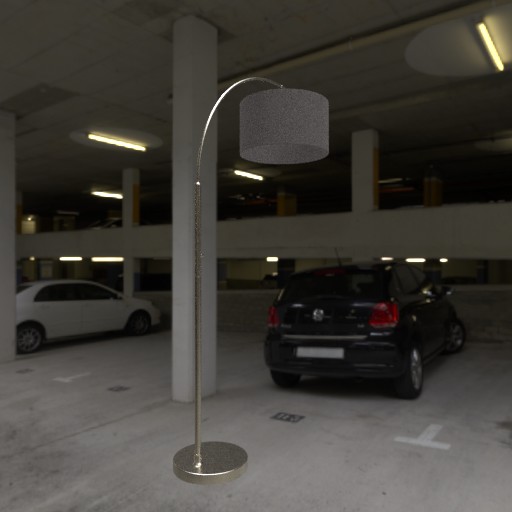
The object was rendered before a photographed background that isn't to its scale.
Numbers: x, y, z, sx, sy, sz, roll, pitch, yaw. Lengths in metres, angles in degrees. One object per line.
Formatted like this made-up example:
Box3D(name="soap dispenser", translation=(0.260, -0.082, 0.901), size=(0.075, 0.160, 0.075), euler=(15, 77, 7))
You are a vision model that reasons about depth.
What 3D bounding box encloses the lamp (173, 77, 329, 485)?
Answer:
Box3D(name="lamp", translation=(0.000, 0.000, 2.080), size=(0.452, 1.735, 0.934), euler=(0, 0, 36))
